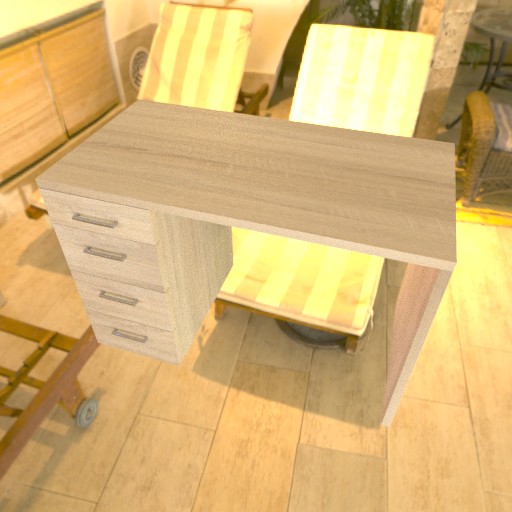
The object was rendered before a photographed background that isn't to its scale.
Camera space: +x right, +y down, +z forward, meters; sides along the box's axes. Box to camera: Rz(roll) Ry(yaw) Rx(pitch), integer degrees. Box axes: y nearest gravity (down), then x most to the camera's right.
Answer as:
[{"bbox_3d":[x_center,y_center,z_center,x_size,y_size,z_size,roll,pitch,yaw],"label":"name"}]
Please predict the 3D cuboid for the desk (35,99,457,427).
[{"bbox_3d":[0.000,0.000,1.530,1.100,0.731,0.600,12,43,13],"label":"desk"}]
